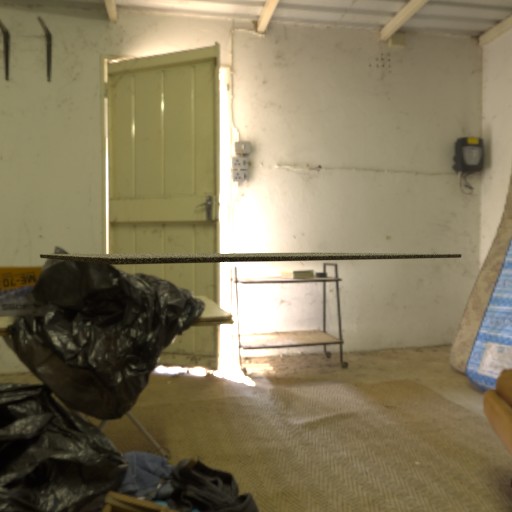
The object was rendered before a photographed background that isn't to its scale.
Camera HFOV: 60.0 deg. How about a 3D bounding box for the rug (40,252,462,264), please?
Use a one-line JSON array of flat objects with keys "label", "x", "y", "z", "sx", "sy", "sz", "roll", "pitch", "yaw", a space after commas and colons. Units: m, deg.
[{"label": "rug", "x": 0.000, "y": 0.000, "z": 2.917, "sx": 2.352, "sy": 0.025, "sz": 1.501, "roll": -1, "pitch": 1, "yaw": -35}]
